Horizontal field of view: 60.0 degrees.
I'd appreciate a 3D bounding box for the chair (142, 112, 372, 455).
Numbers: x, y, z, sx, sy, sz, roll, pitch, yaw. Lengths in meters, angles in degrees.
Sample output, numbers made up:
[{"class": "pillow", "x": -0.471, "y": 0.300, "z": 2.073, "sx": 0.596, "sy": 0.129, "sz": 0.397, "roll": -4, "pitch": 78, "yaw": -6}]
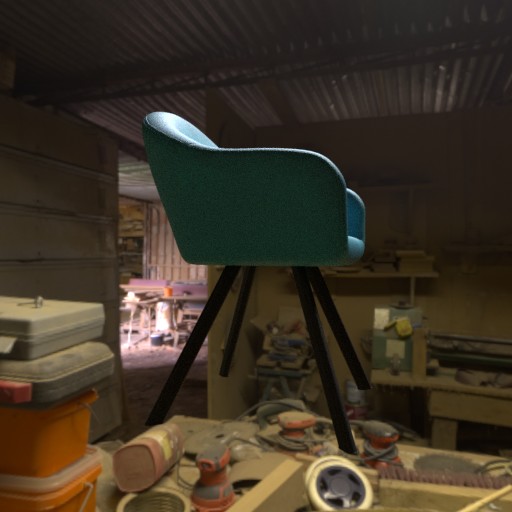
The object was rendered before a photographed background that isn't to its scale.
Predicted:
[{"class": "chair", "x": 0.000, "y": 0.000, "z": 1.178, "sx": 0.570, "sy": 0.780, "sz": 0.540, "roll": 0, "pitch": 1, "yaw": 18}]
